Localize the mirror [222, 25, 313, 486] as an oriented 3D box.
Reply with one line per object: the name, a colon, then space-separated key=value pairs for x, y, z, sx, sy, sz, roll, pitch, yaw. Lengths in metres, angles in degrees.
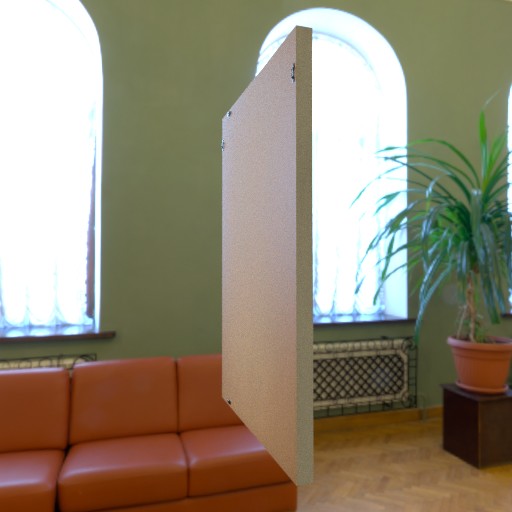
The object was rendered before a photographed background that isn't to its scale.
mirror: x=0.000 y=0.000 z=1.172 sx=0.041 sy=0.915 sz=0.609 roll=0 pitch=-1 yaw=-18
